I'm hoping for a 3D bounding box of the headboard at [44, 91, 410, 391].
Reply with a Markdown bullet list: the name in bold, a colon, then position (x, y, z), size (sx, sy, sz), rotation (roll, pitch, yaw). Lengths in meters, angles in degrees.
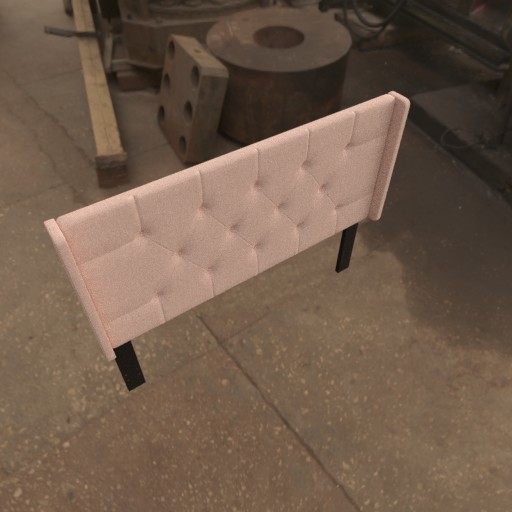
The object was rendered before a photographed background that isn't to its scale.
- **headboard**: position (0.000, 0.000, 2.738), size (2.051, 1.524, 0.184), rotation (-26, 52, -23)
